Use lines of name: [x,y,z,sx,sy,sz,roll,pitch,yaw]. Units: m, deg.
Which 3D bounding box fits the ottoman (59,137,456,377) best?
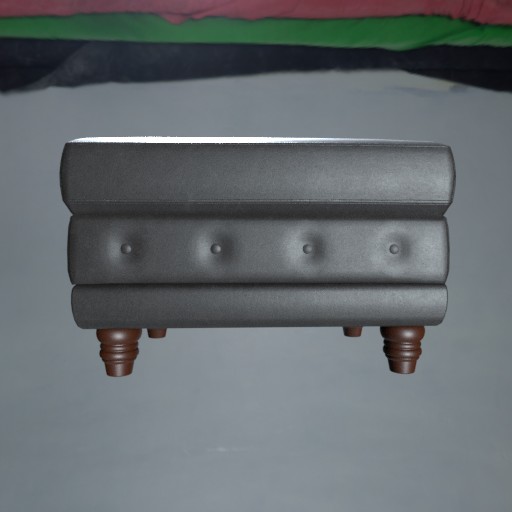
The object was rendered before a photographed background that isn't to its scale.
ottoman: [0.000,0.000,1.159,0.795,0.498,0.590,0,0,-2]
